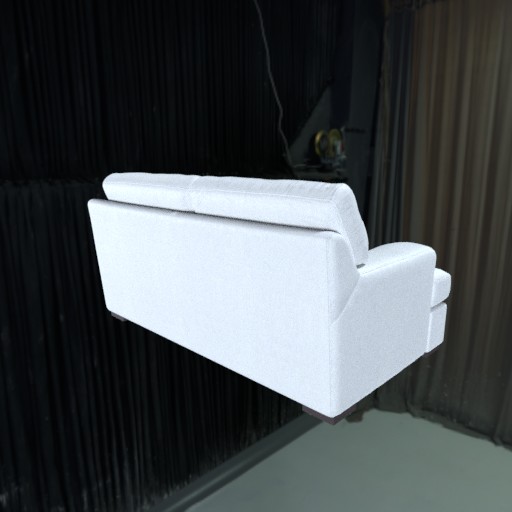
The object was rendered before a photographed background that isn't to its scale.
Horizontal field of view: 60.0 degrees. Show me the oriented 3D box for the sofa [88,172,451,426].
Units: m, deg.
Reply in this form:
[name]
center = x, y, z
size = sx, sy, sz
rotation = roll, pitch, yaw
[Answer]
[sofa]
center = 0.000, 0.000, 2.561
size = 1.880, 0.940, 1.143
rotation = 12, 18, 43
